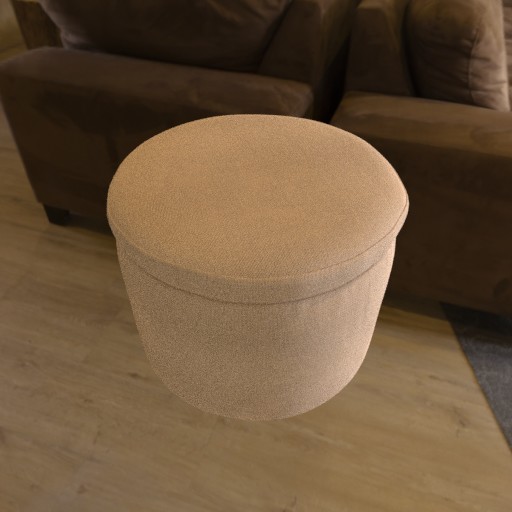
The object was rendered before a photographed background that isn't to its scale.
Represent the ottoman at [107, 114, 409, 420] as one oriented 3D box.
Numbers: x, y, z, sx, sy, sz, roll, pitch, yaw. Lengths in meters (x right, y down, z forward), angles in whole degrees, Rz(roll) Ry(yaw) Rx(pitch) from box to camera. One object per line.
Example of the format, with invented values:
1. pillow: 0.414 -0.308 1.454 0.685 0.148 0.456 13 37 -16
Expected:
1. ottoman: 0.000 0.000 0.859 0.497 0.409 0.497 0 41 0
